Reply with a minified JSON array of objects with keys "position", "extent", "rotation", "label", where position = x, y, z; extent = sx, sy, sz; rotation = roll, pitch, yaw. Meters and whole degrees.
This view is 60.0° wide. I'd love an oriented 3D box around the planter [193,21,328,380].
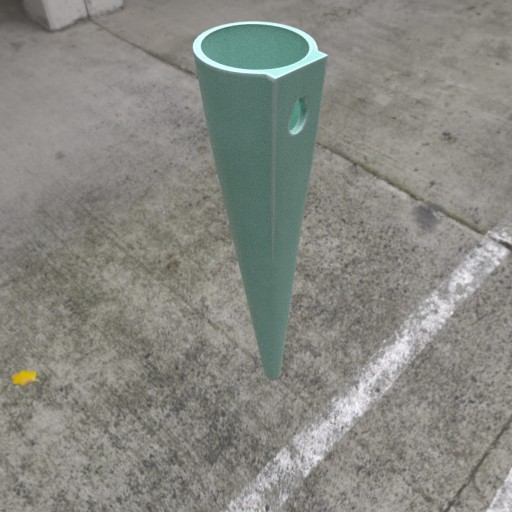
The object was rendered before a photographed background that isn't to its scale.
[{"position":[0.000,0.000,0.289],"extent":[0.054,0.268,0.055],"rotation":[-35,56,-28],"label":"planter"}]
